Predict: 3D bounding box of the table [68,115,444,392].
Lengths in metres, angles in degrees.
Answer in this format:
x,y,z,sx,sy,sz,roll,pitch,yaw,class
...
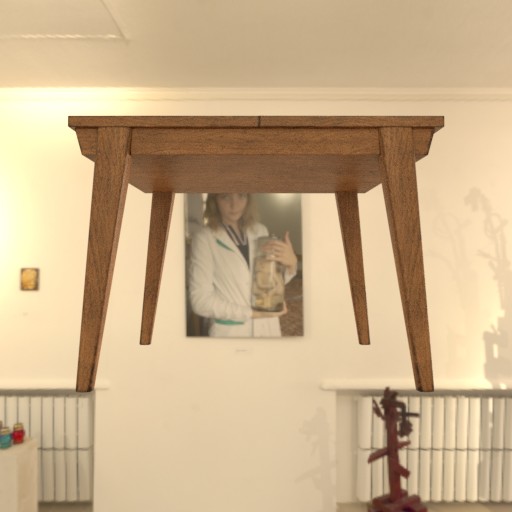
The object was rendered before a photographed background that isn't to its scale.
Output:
x,y,z,sx,sy,sz,roll,pitch,yaw,class
0.000,0.000,1.585,1.027,0.760,0.757,0,-1,0,table
